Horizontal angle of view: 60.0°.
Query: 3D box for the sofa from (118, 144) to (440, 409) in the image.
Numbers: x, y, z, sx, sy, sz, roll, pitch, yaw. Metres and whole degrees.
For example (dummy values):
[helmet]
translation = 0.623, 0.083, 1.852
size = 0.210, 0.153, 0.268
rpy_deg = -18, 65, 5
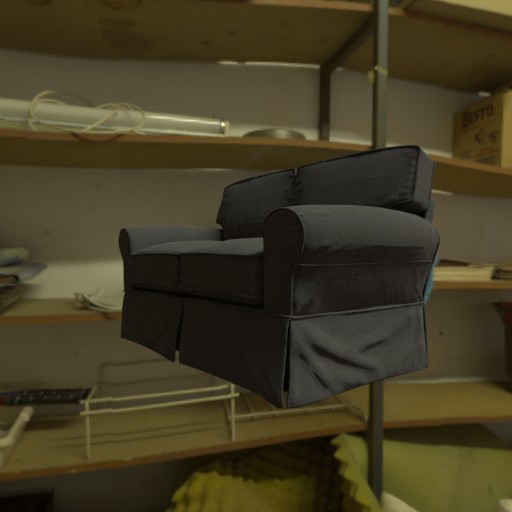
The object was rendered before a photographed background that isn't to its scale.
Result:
[sofa]
translation = 0.000, 0.000, 2.461
size = 0.997, 1.059, 1.801
rpy_deg = 0, 0, -37
